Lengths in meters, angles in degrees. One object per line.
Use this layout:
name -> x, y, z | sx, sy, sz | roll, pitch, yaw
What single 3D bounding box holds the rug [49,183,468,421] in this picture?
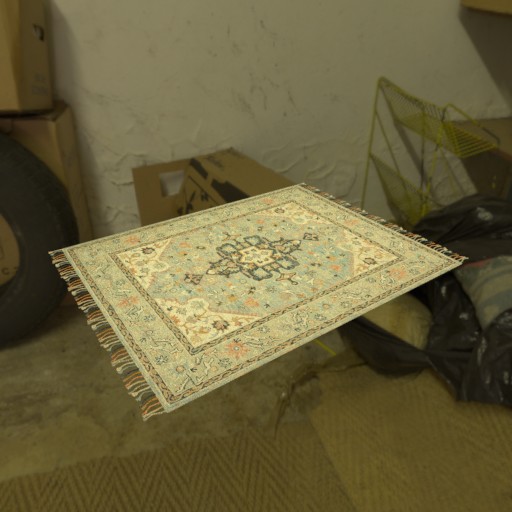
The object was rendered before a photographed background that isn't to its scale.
rug -> 0.000, 0.000, 3.449 | 2.651, 0.010, 1.971 | -20, 36, -30
